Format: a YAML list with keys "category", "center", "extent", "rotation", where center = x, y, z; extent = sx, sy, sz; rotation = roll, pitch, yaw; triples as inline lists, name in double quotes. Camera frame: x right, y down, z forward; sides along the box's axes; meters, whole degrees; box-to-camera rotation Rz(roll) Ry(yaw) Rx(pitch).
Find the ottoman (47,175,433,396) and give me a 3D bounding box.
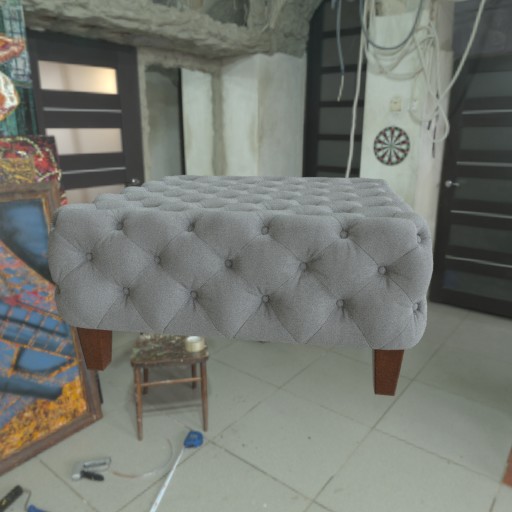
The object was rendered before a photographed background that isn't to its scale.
- category: "ottoman"
  center: [0.000, 0.000, 1.423]
  extent: [0.911, 0.439, 0.917]
  rotation: [2, 16, 8]
